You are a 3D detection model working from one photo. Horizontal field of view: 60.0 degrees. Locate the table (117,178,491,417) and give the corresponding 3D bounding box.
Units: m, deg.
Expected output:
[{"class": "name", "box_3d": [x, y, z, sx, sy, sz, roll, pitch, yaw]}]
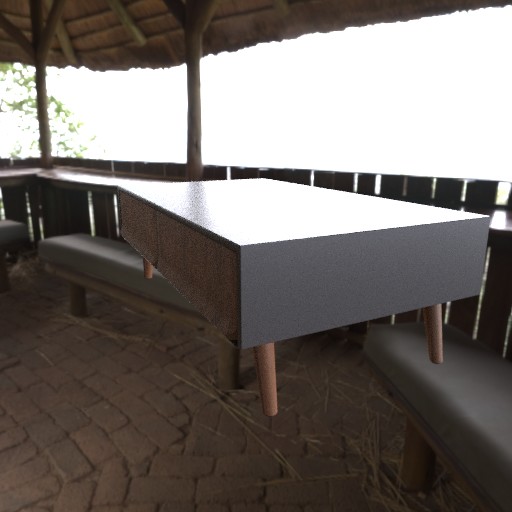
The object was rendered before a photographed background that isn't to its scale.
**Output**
[{"class": "table", "box_3d": [0.000, 0.000, 1.519, 0.703, 0.404, 1.201, -7, 17, -26]}]
